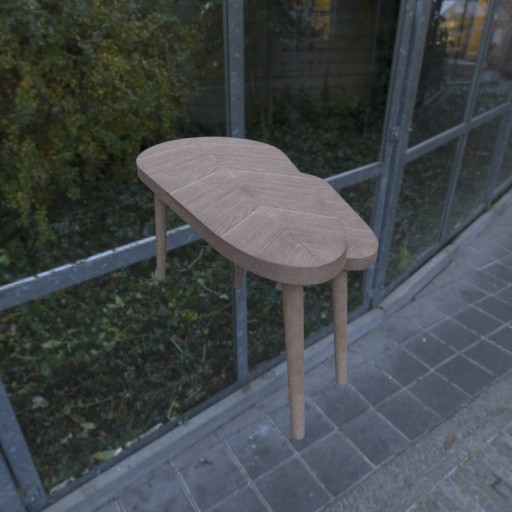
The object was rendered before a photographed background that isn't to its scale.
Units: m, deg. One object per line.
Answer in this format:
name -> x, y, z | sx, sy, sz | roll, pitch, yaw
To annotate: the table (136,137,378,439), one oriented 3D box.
table -> 0.000, 0.000, 1.613 | 0.701, 0.595, 1.190 | -10, 30, -18
